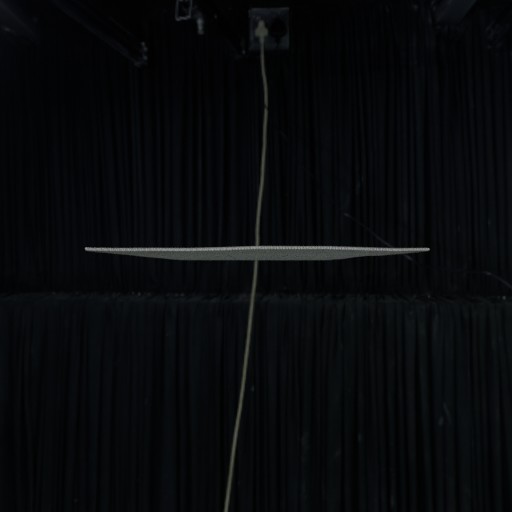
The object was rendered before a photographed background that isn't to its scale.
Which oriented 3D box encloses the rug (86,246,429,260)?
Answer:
[{"bbox_3d":[0.000,0.000,1.085,0.511,0.008,0.869,0,-1,0],"label":"rug"}]
